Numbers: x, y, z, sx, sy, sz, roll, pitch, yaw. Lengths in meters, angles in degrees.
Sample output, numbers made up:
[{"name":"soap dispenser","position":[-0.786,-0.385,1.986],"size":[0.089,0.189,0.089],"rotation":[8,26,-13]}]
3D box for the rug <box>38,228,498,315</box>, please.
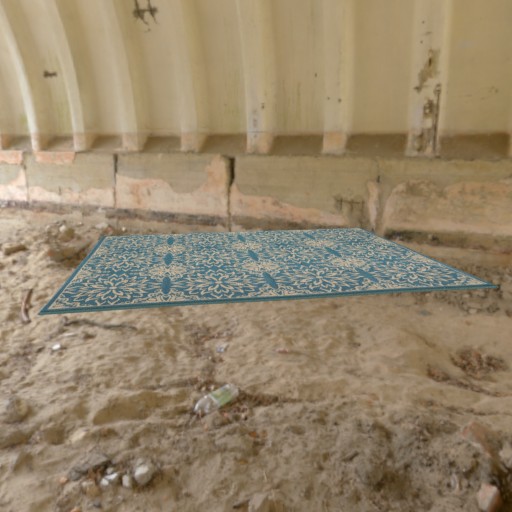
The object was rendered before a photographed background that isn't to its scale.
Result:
[{"name":"rug","position":[0.000,0.000,3.916],"size":[2.964,0.018,2.350],"rotation":[-2,14,-10]}]
